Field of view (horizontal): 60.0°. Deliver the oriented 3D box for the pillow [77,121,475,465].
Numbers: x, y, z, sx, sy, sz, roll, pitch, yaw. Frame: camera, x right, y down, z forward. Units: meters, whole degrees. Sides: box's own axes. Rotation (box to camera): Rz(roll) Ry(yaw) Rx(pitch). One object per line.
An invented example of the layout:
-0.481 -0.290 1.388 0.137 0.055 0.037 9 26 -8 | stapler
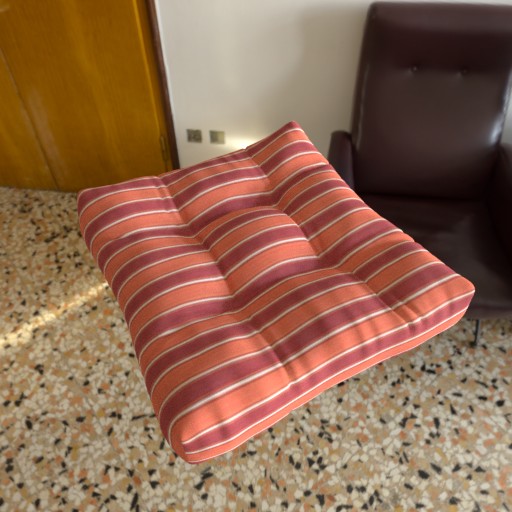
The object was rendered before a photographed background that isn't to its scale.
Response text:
0.000 0.000 0.714 0.468 0.133 0.490 -22 51 -19 | pillow
